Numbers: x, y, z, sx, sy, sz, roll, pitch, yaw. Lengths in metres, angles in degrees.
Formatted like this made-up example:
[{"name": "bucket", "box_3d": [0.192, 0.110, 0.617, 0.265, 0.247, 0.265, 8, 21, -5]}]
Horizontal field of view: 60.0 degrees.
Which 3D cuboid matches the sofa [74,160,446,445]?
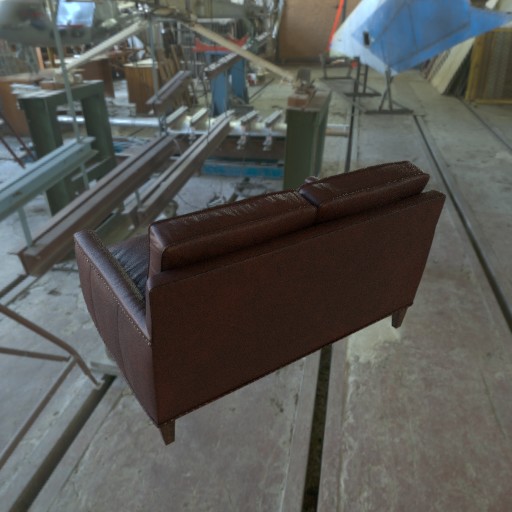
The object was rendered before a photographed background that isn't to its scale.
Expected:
[{"name": "sofa", "box_3d": [0.000, 0.000, 2.317, 1.628, 1.003, 1.083, -18, 34, -29]}]
